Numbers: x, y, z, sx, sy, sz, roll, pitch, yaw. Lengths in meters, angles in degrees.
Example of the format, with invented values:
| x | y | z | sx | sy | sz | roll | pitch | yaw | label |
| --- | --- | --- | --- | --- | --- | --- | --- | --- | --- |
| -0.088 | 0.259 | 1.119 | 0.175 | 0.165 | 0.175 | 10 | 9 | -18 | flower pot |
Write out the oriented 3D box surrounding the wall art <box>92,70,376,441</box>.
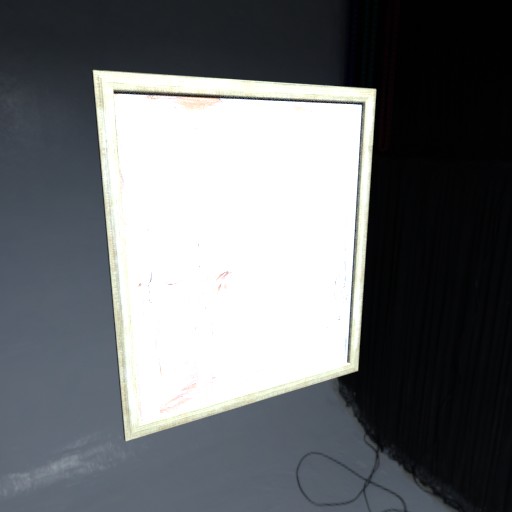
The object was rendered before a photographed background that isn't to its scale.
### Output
| x | y | z | sx | sy | sz | roll | pitch | yaw | label |
| --- | --- | --- | --- | --- | --- | --- | --- | --- | --- |
| 0.000 | 0.000 | 0.757 | 0.483 | 0.559 | 0.009 | -8 | 17 | -27 | wall art |
